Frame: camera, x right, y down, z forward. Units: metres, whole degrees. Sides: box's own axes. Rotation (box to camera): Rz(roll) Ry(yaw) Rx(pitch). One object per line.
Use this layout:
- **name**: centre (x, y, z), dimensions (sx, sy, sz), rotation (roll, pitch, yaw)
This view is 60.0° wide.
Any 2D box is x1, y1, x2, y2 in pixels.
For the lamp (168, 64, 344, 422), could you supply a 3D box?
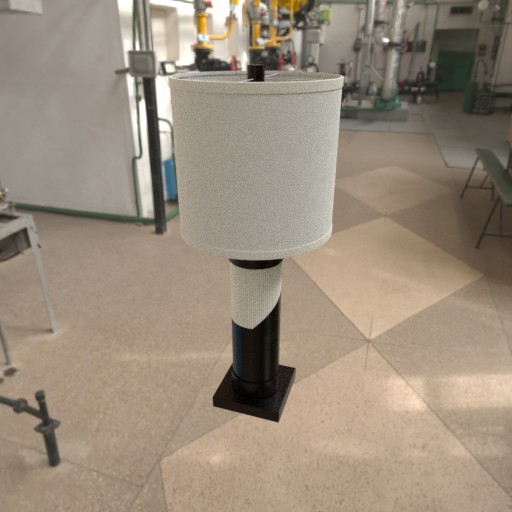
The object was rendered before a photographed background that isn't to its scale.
- **lamp**: centre (0.000, 0.000, 0.643), dimensions (0.211, 0.509, 0.211), rotation (8, 27, 16)
